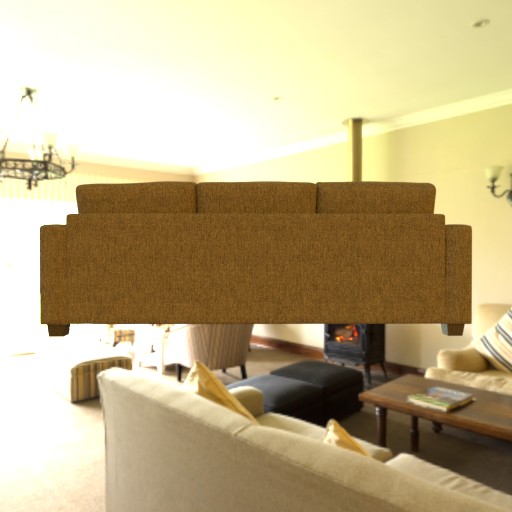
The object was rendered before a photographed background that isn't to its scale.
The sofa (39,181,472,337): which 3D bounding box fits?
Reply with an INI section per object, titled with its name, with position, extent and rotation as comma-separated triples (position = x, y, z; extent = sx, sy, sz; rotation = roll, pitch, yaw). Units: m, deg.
[sofa]
position = 0.000, 0.000, 2.629
extent = 2.160, 0.800, 0.900
rotation = 0, 0, -1
